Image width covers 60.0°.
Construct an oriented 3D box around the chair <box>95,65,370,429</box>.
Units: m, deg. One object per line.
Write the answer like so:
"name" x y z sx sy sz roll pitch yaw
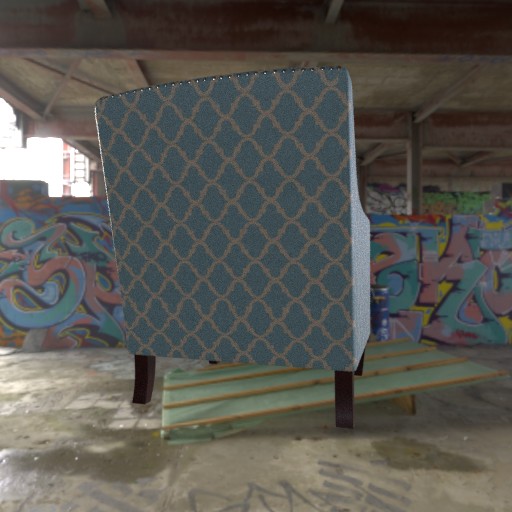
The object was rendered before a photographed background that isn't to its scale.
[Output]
"chair" 0.000 0.000 1.313 0.617 0.817 0.686 0 0 18
